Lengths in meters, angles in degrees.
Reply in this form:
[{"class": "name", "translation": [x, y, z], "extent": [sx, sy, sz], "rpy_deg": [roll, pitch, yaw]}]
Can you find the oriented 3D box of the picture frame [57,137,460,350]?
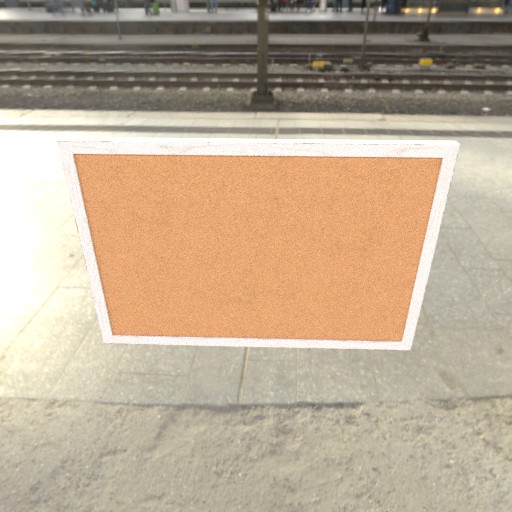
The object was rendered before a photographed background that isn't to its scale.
[{"class": "picture frame", "translation": [0.000, 0.000, 1.221], "extent": [0.950, 0.640, 0.029], "rpy_deg": [1, 31, 2]}]
